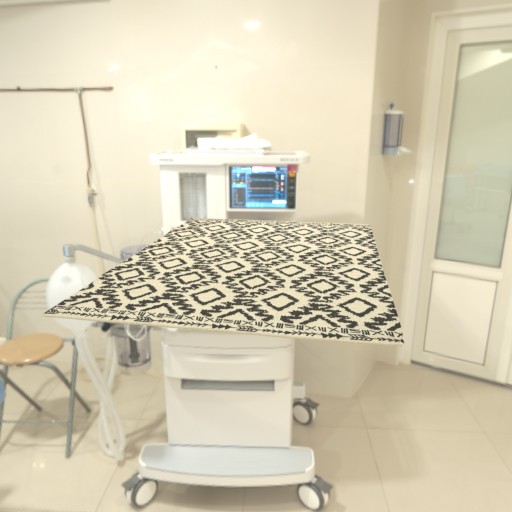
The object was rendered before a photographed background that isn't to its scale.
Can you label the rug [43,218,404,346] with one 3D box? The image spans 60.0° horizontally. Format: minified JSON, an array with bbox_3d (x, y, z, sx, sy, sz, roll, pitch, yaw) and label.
[{"bbox_3d":[0.000,0.000,4.441,2.444,0.036,3.369,3,17,10],"label":"rug"}]
